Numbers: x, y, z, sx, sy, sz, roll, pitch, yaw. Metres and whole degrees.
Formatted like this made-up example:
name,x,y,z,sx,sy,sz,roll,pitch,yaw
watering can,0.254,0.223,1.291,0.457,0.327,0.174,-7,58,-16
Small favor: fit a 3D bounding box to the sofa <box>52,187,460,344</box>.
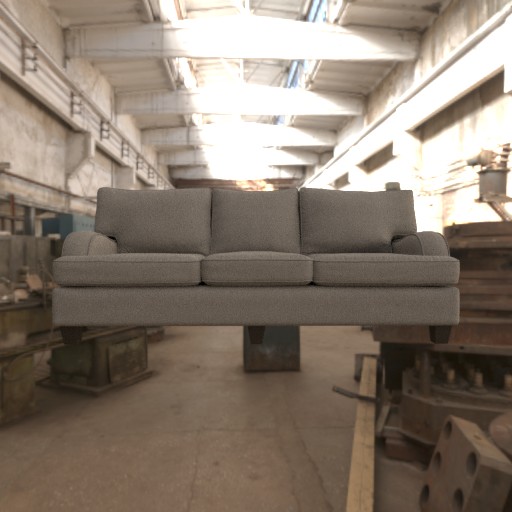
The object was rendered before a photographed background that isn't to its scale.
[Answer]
name,x,y,z,sx,sy,sz,roll,pitch,yaw
sofa,0.000,0.000,2.960,2.323,0.991,1.016,0,1,-1
